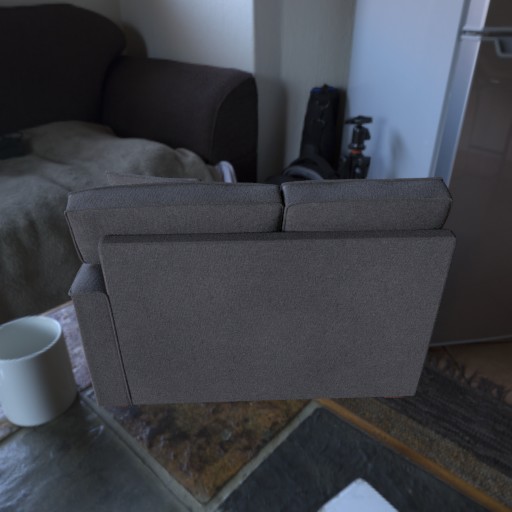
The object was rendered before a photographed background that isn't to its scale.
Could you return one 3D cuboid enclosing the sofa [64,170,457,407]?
[{"bbox_3d":[0.000,0.000,2.071,1.388,0.989,0.991,-1,30,-2],"label":"sofa"}]
